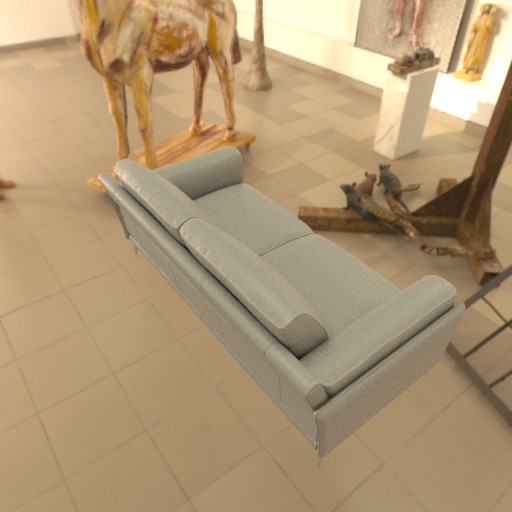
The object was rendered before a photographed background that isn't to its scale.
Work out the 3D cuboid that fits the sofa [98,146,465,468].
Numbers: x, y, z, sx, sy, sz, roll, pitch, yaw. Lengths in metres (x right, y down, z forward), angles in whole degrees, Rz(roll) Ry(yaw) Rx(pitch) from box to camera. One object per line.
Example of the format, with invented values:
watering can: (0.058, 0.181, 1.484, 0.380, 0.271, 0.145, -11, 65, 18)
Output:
sofa: (0.000, 0.000, 2.648, 1.049, 0.930, 2.101, -26, 46, -28)
